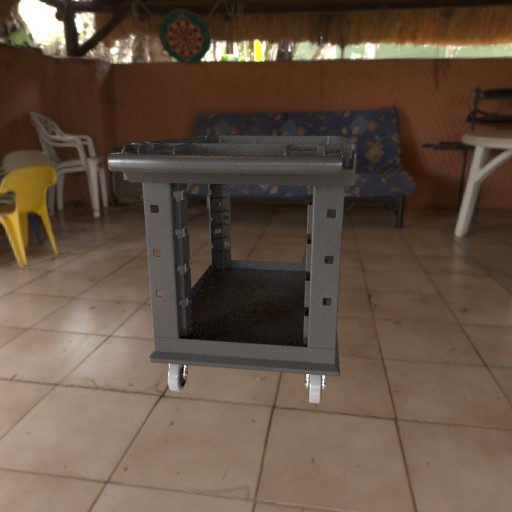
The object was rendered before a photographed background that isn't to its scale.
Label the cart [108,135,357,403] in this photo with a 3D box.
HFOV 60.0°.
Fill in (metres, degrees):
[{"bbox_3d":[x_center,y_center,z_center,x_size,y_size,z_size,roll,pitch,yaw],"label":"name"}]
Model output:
[{"bbox_3d":[0.000,0.000,1.741,0.674,0.884,1.239,2,17,8],"label":"cart"}]
